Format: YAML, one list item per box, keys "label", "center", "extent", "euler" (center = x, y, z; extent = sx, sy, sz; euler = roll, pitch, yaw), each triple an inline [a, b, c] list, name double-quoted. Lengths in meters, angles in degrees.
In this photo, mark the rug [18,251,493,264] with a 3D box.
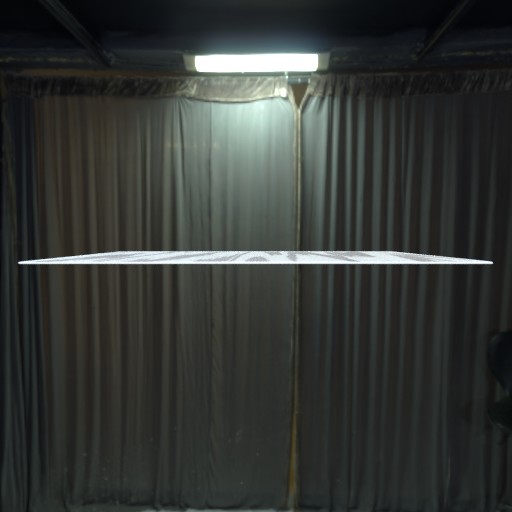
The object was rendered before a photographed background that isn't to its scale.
- label: "rug"
  center: [0.000, 0.000, 2.754]
  extent: [2.142, 0.010, 1.533]
  euler: [0, 2, 0]
